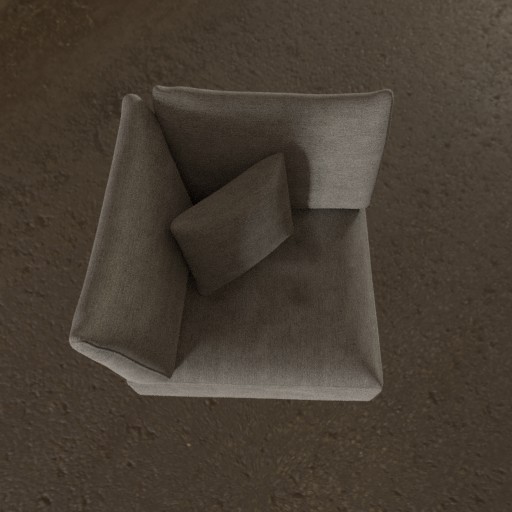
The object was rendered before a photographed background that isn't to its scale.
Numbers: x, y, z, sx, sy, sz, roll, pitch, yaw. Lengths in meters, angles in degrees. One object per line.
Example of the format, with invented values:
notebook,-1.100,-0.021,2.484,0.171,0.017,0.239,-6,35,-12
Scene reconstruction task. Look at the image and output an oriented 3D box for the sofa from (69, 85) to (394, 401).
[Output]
sofa,0.000,0.000,1.736,1.000,0.820,1.000,1,62,1
